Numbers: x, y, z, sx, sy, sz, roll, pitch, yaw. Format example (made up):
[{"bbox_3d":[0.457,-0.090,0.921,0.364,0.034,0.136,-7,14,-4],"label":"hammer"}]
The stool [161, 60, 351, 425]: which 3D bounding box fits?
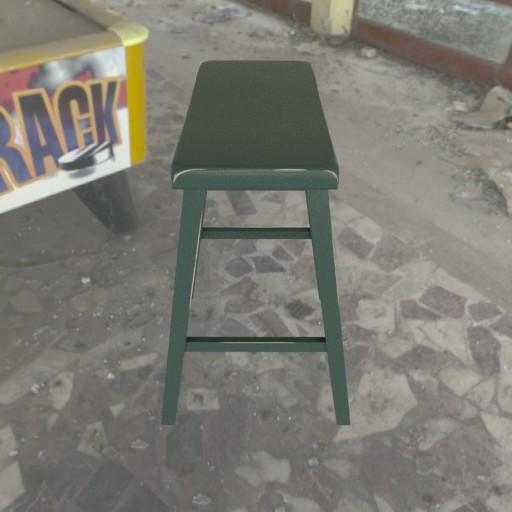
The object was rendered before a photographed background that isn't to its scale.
[{"bbox_3d":[0.000,0.000,1.036,0.476,0.737,0.457,0,42,0],"label":"stool"}]
